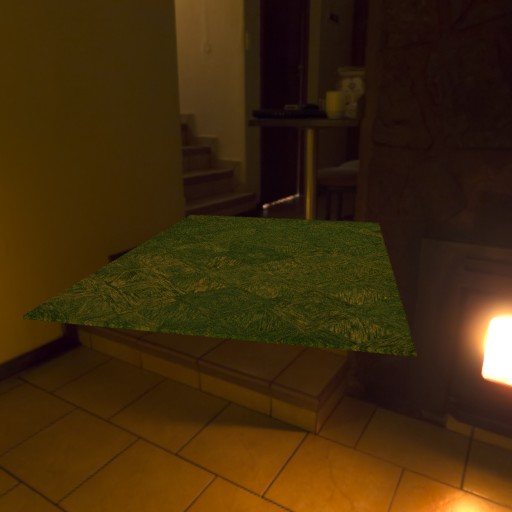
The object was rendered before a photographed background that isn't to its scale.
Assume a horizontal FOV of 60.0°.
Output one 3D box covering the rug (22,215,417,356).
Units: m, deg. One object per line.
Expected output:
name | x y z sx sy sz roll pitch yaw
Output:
rug | 0.000 0.000 4.108 2.405 0.027 3.217 3 17 11
